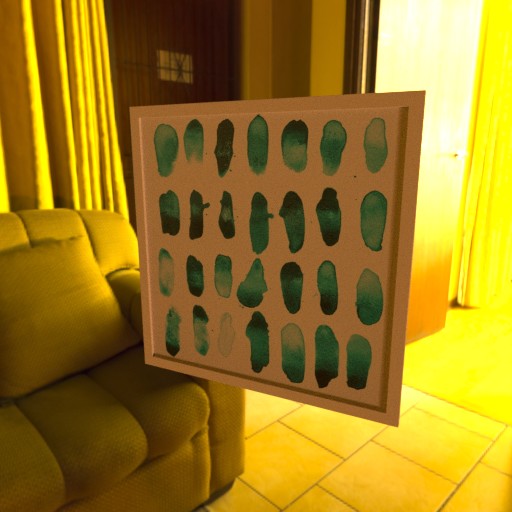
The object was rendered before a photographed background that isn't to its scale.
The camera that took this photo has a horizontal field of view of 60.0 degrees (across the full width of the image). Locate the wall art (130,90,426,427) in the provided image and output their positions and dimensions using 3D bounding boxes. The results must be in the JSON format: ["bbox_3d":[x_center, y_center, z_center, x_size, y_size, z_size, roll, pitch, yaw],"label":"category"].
[{"bbox_3d":[0.000,0.000,0.684,0.456,0.457,0.009,6,14,25],"label":"wall art"}]
